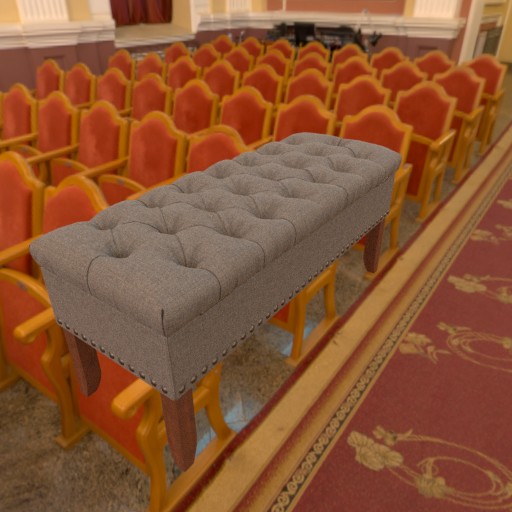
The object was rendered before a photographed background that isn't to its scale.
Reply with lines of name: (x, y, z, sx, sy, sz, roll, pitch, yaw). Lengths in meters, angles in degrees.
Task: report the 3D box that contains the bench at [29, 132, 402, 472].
bench: (0.000, 0.000, 1.280, 0.417, 0.470, 1.052, 21, 36, 31)
